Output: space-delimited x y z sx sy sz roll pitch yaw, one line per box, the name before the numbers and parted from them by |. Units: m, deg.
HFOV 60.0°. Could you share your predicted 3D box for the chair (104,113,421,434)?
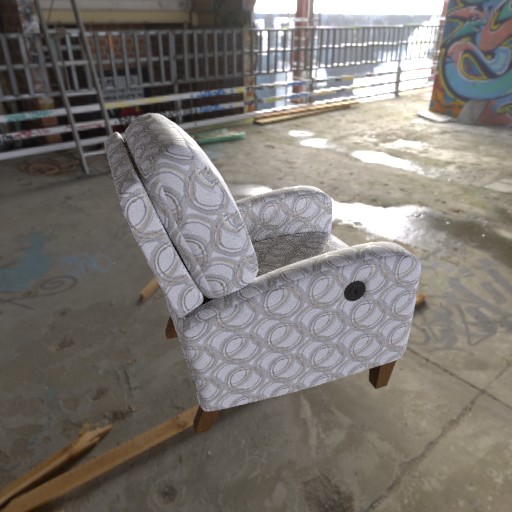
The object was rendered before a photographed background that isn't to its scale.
chair | 0.000 0.000 1.772 0.995 1.065 0.796 -10 30 -18
